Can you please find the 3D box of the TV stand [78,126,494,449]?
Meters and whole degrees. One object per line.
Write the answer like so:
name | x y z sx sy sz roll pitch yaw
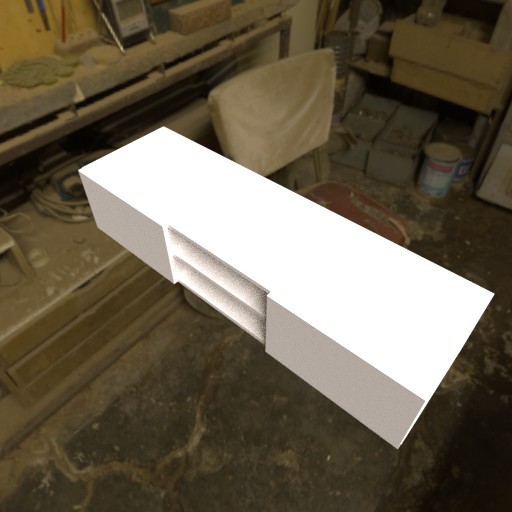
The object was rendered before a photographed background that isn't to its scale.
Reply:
TV stand | 0.000 0.000 1.560 1.400 0.310 0.420 32 54 27
